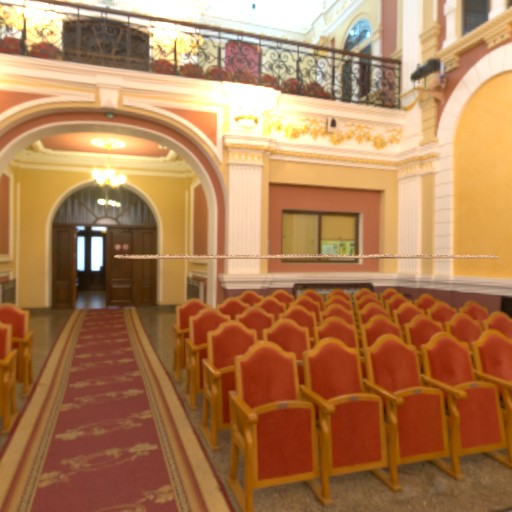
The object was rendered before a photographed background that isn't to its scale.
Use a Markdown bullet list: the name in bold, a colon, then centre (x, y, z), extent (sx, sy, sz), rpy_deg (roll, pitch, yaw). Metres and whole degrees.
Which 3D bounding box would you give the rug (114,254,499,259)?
- **rug**: centre (0.000, 0.000, 4.022), extent (2.429, 0.030, 3.052), rpy_deg (0, 0, -18)
